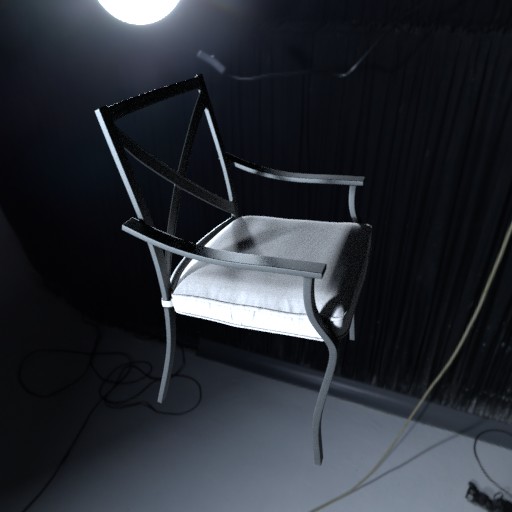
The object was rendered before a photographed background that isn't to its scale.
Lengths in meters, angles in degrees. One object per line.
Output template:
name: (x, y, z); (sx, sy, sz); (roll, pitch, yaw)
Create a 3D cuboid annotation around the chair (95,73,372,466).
chair: (0.000, 0.000, 1.279); (0.620, 0.889, 0.575); (11, 33, 17)
